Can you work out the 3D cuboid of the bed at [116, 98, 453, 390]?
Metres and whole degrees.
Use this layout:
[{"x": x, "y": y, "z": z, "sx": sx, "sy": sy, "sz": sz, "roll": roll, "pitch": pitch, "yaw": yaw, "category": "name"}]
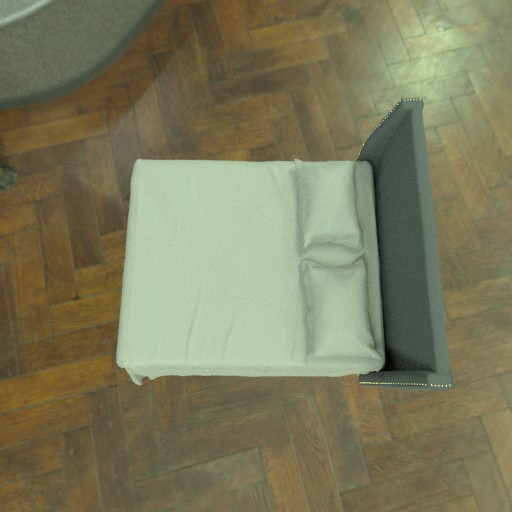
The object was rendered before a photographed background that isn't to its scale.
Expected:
[{"x": 0.000, "y": 0.000, "z": 3.381, "sx": 2.276, "sy": 1.332, "sz": 1.925, "roll": 0, "pitch": 74, "yaw": 0, "category": "bed"}]
